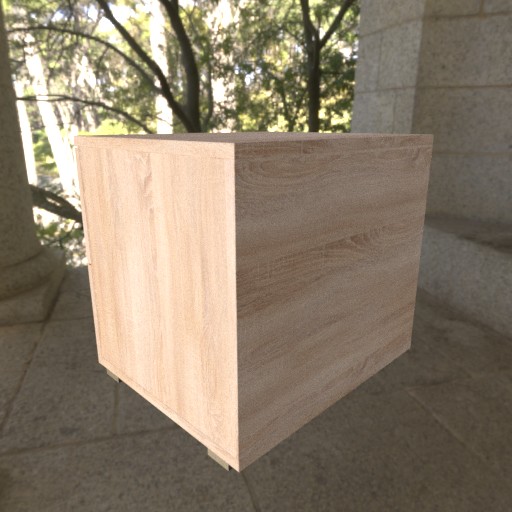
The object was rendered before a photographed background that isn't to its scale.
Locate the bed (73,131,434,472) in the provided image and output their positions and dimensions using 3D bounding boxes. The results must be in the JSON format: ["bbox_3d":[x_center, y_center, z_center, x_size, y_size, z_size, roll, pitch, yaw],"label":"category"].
[{"bbox_3d":[0.000,0.000,0.797,0.460,0.420,0.401,-16,23,-43],"label":"bed"}]
